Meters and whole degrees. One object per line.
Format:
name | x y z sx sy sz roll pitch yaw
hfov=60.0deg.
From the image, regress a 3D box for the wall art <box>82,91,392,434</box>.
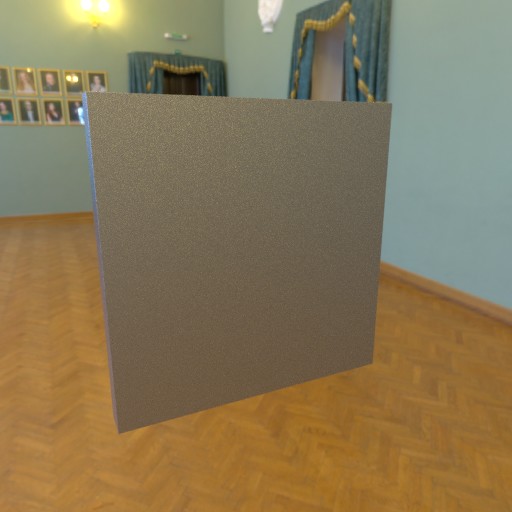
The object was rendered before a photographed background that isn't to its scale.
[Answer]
wall art | 0.000 0.000 0.524 0.350 0.350 0.038 -7 17 -25
